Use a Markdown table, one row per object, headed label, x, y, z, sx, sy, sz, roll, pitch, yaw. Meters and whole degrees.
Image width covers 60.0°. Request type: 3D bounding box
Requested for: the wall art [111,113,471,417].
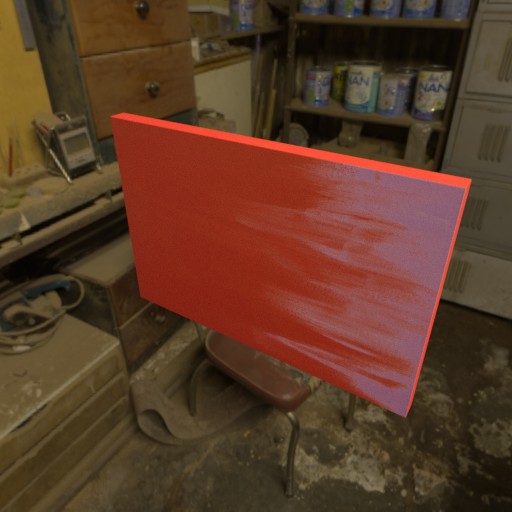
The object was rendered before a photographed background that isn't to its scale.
| label | x | y | z | sx | sy | sz | roll | pitch | yaw |
| --- | --- | --- | --- | --- | --- | --- | --- | --- | --- |
| wall art | 0.000 | 0.000 | 0.775 | 0.607 | 0.405 | 0.033 | 19 | 36 | 28 |
